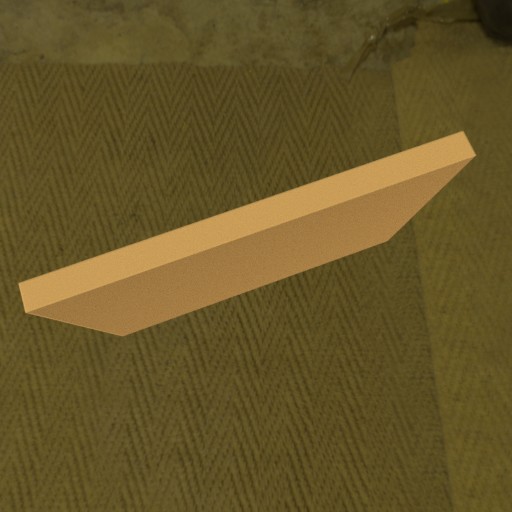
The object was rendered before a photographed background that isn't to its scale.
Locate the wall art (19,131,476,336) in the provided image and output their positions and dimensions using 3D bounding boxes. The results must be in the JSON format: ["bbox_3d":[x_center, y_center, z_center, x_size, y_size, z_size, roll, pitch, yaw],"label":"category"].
[{"bbox_3d":[0.000,0.000,0.765,0.609,0.407,0.039,-19,77,-5],"label":"wall art"}]
